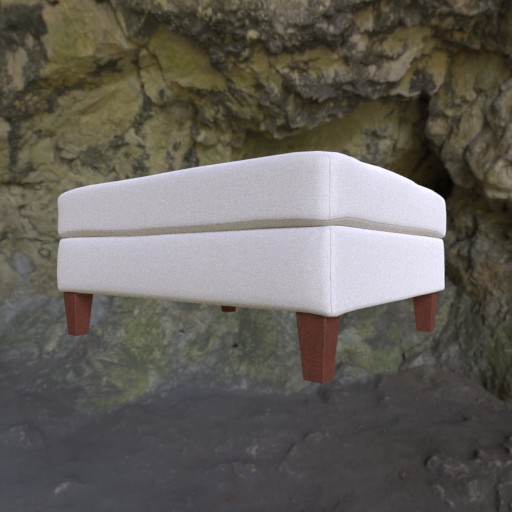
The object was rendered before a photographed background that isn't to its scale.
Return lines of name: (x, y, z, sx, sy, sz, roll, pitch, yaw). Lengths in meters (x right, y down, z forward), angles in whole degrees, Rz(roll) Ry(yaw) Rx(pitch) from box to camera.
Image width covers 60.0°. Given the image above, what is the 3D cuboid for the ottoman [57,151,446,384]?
ottoman: (0.000, 0.000, 1.426, 0.976, 0.492, 0.836, 0, 0, 37)
